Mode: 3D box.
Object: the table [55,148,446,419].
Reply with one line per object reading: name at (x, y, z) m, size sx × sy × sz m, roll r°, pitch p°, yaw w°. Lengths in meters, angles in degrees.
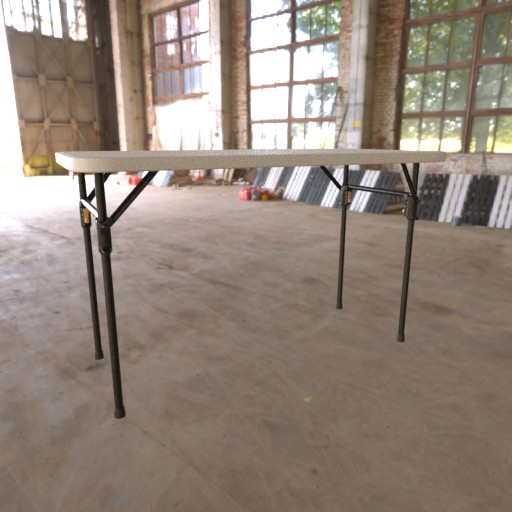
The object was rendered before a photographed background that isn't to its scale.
table at (0.000, 0.000, 1.589) m, size 1.219 × 0.729 × 0.610 m, roll -7°, pitch 16°, yaw -26°
